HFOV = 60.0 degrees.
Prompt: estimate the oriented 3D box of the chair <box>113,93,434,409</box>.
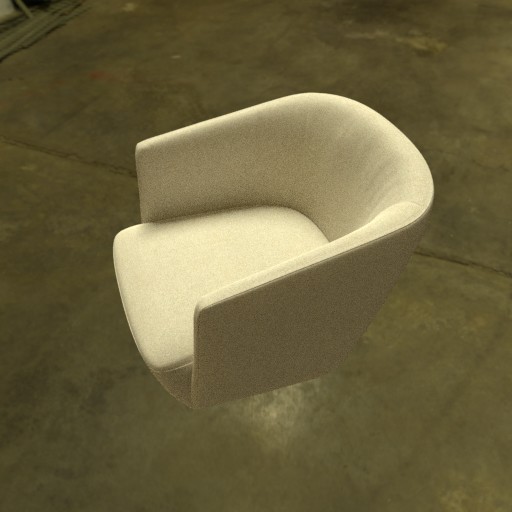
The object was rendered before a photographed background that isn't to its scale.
[{"bbox_3d":[0.000,0.000,1.625,0.986,0.861,0.822,-16,49,-15],"label":"chair"}]
